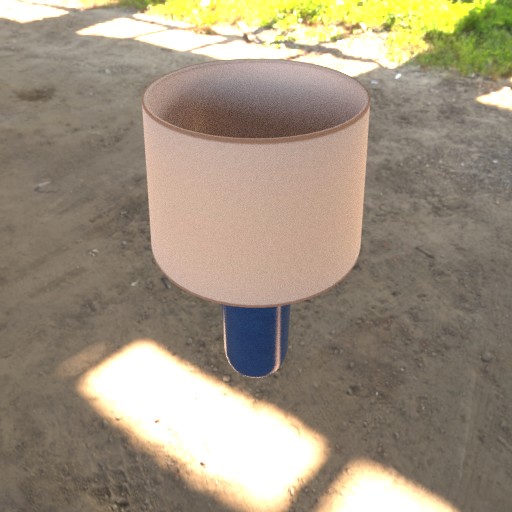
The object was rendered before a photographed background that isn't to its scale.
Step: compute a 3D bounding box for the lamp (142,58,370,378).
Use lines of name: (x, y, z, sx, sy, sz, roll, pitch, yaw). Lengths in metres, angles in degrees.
lamp: (0.000, 0.000, 0.825, 0.367, 0.609, 0.367, 0, 40, 0)
